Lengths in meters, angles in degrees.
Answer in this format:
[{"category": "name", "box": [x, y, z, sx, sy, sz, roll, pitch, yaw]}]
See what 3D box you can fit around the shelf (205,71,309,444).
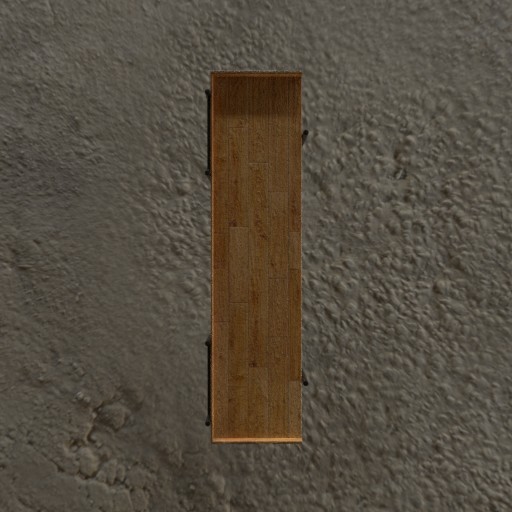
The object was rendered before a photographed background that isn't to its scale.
[{"category": "shelf", "box": [0.000, 0.000, 2.528, 0.379, 1.826, 1.371, 0, 91, 0]}]
